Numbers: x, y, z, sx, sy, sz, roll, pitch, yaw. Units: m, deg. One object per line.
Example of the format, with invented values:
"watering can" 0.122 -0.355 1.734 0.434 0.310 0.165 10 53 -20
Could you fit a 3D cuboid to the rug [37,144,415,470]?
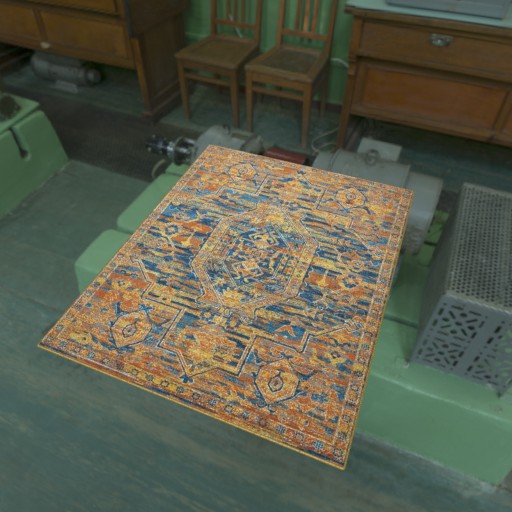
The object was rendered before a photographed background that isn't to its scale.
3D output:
"rug" 0.000 0.000 4.080 2.435 0.031 3.040 16 49 15
